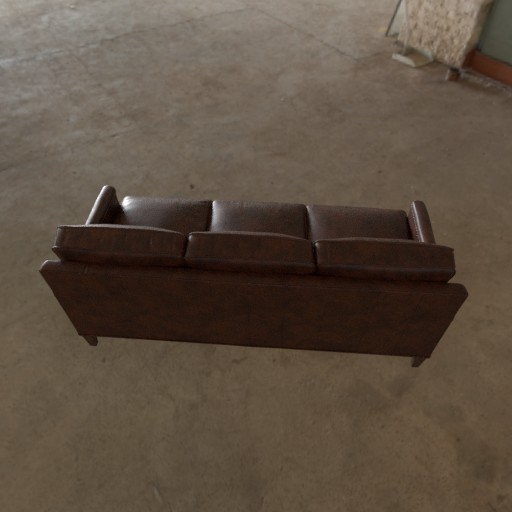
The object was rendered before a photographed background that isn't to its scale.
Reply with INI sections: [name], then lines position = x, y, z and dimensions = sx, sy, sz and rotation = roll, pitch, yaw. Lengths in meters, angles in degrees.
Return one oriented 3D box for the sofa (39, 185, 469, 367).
[sofa]
position = 0.000, 0.000, 2.824
dimensions = 2.240, 1.003, 1.084
rotation = 3, 46, 3
